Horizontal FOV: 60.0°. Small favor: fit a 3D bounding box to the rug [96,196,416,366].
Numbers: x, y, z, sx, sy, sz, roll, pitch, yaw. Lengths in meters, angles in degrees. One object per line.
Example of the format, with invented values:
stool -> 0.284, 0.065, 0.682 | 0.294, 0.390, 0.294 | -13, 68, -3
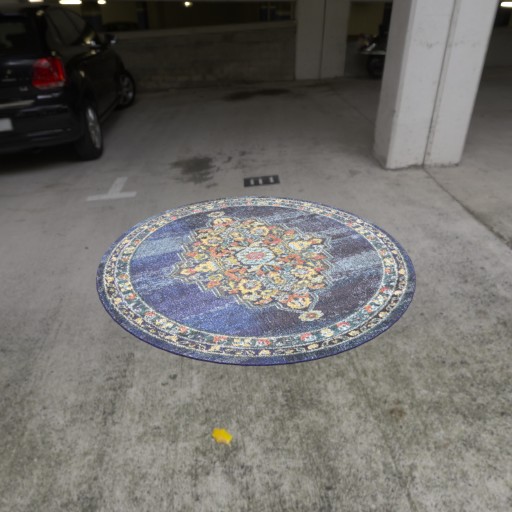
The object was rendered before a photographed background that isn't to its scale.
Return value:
rug -> 0.000, 0.000, 2.308 | 1.591, 0.010, 1.591 | 0, 30, 0
